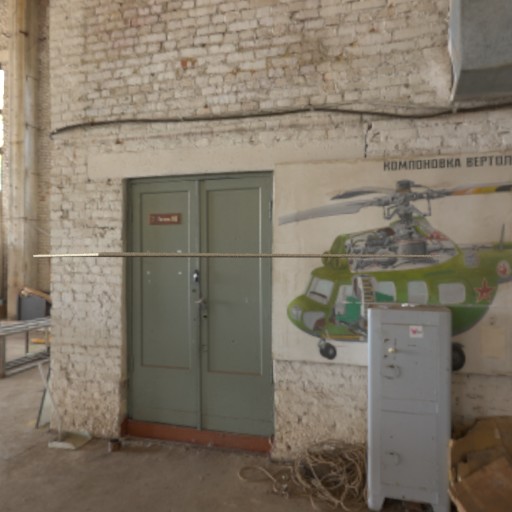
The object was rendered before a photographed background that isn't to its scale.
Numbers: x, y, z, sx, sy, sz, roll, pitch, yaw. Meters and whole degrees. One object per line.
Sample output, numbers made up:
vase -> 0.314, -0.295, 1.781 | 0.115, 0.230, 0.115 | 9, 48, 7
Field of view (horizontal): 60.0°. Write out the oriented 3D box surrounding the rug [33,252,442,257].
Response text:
rug -> 0.000, 0.000, 1.452 | 1.219, 0.007, 0.604 | 0, 0, -38
